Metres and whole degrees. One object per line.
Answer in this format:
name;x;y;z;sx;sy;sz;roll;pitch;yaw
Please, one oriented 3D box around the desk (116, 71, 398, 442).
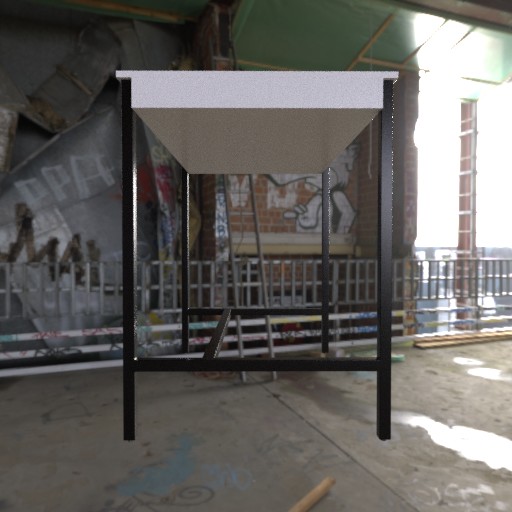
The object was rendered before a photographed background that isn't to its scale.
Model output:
desk;0.000;0.000;1.312;0.573;0.766;0.811;0;1;0
